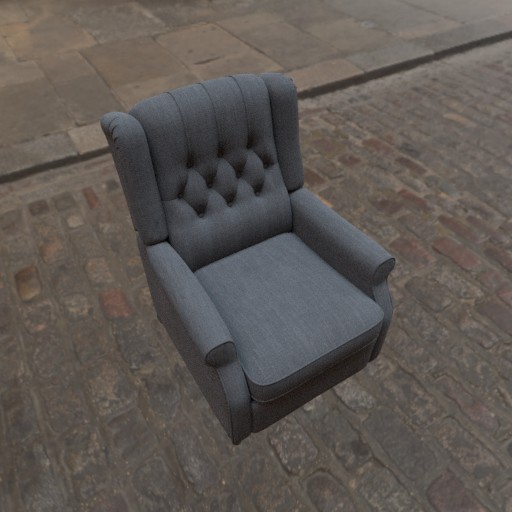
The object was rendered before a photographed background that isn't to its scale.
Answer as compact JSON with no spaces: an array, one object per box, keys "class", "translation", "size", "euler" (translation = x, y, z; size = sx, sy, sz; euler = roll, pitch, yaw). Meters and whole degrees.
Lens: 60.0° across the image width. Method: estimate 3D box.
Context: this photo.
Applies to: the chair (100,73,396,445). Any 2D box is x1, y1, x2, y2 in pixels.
[{"class":"chair","translation":[0.000,0.000,1.622],"size":[0.742,1.035,0.898],"euler":[-24,49,-22]}]
